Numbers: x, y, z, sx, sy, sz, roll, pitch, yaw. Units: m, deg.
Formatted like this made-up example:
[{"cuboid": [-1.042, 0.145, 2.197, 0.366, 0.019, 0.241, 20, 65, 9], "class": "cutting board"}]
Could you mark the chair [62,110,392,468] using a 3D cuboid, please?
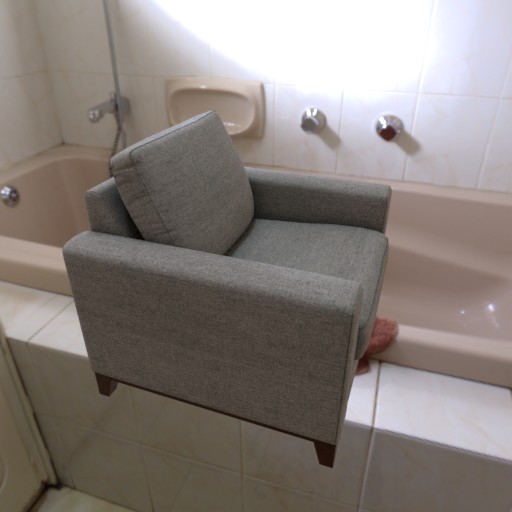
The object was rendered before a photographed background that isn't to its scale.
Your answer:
[{"cuboid": [0.000, 0.000, 1.850, 1.038, 1.010, 1.024, 10, 31, 18], "class": "chair"}]
